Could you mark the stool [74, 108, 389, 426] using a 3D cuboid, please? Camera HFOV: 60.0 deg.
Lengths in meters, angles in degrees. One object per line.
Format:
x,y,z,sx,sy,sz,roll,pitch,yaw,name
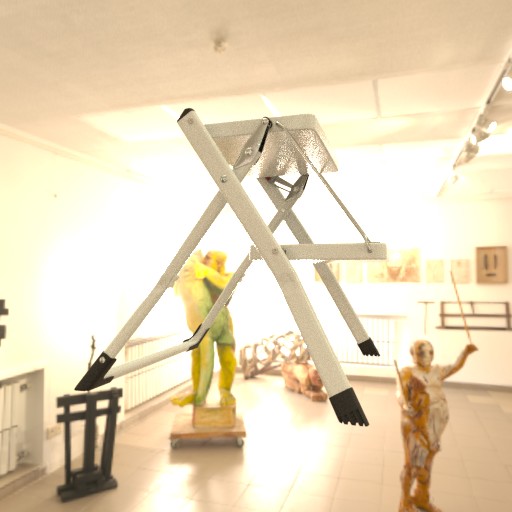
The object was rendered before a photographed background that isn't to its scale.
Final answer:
0.000,0.000,0.855,0.490,0.445,0.485,-1,-2,17,stool
